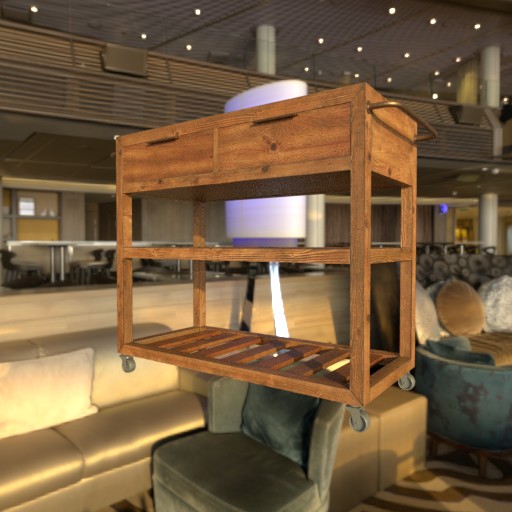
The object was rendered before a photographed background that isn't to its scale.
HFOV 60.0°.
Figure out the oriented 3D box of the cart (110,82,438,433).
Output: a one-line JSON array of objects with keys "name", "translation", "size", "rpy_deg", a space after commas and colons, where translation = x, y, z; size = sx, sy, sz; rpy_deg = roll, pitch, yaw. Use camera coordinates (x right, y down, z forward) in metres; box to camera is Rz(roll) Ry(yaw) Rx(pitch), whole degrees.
[{"name": "cart", "translation": [0.000, 0.000, 1.470], "size": [1.065, 0.830, 0.445], "rpy_deg": [1, 2, 35]}]
